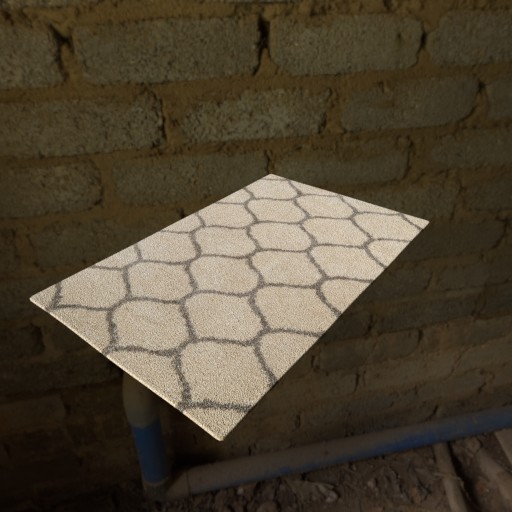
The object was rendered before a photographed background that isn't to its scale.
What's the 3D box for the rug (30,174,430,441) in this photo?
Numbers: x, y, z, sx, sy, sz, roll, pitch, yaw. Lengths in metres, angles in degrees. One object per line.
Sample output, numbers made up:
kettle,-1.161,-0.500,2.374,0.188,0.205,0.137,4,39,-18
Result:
rug,0.000,0.000,2.951,1.501,0.024,2.348,23,40,31
